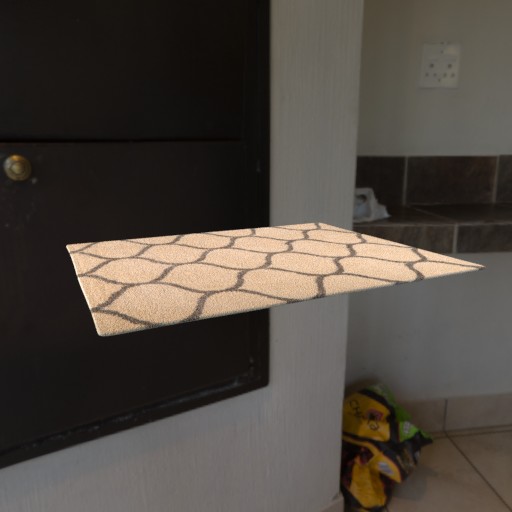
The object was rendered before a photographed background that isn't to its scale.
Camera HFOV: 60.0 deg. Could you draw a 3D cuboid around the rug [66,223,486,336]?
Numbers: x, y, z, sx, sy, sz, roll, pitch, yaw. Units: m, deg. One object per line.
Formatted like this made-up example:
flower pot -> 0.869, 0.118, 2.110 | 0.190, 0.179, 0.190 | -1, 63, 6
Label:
rug -> 0.000, 0.000, 3.981 | 3.000, 0.026, 2.399 | -7, 15, -26
